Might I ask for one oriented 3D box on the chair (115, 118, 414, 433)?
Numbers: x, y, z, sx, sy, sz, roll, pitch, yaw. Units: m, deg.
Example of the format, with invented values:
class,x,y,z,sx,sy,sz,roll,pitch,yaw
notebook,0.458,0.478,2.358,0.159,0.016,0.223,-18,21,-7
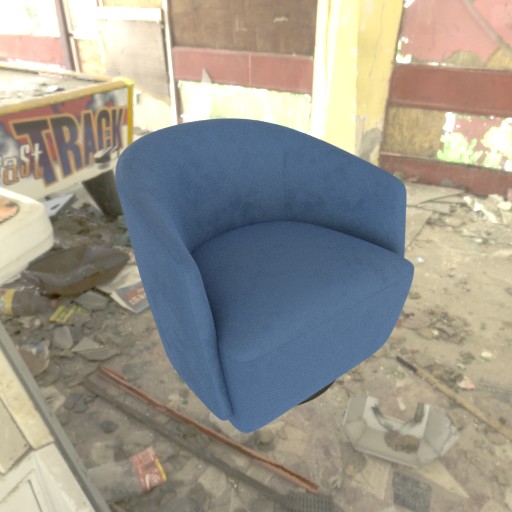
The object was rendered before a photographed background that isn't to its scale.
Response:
class,x,y,z,sx,sy,sz,roll,pitch,yaw
chair,0.000,0.000,1.390,0.773,0.698,0.767,-22,37,-32
